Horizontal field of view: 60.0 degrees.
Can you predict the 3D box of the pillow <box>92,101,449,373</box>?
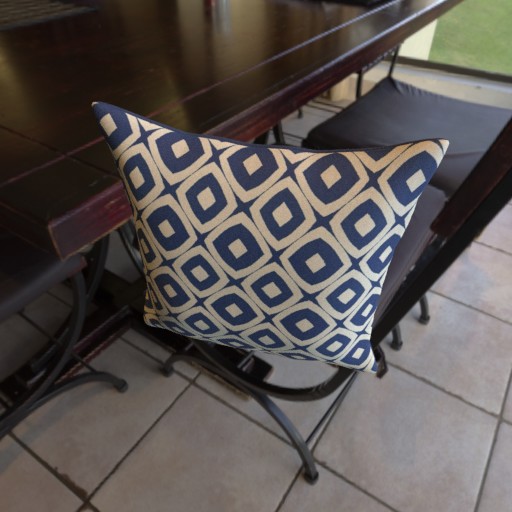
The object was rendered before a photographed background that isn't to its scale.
[{"bbox_3d":[0.000,0.000,0.766,0.504,0.494,0.188,10,41,11],"label":"pillow"}]
